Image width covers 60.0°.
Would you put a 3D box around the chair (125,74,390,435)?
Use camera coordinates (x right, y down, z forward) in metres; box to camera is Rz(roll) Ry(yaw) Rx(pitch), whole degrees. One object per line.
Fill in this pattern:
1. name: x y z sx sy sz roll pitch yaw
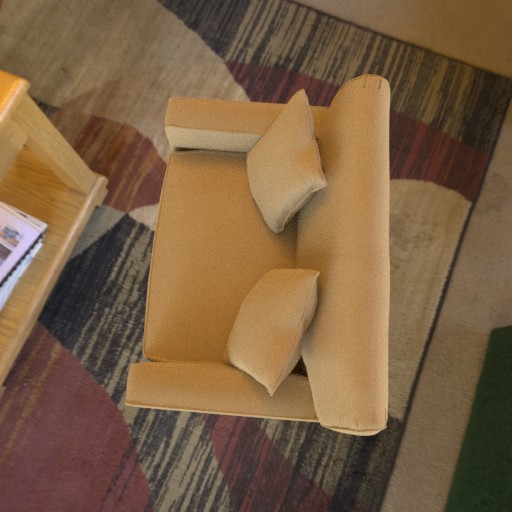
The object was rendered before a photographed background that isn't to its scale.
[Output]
1. chair: 0.000 0.000 2.038 1.000 0.948 1.383 4 76 1
